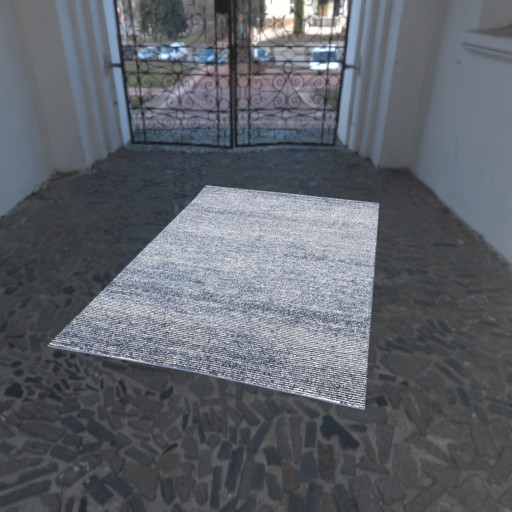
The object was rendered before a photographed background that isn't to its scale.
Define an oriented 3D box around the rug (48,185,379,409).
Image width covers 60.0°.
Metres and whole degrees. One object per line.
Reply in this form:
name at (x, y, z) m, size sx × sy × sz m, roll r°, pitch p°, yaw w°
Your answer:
rug at (0.000, 0.000, 3.104) m, size 1.624 × 0.030 × 2.349 m, roll 8°, pitch 31°, yaw 13°
